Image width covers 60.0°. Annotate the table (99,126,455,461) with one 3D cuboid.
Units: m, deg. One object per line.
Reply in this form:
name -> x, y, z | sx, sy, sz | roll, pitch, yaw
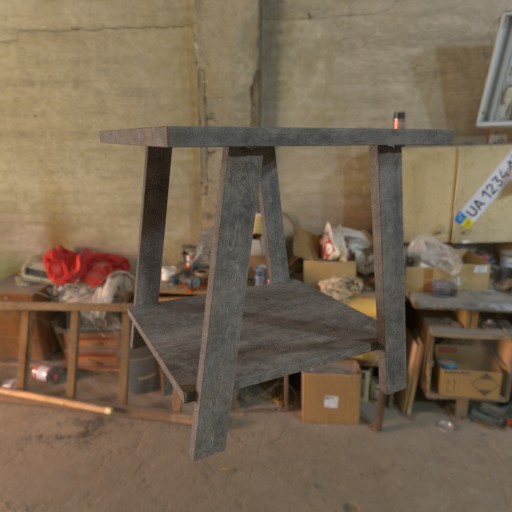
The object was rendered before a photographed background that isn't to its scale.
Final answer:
table -> 0.000, 0.000, 1.117 | 0.610, 0.610, 0.610 | -8, 17, -27
